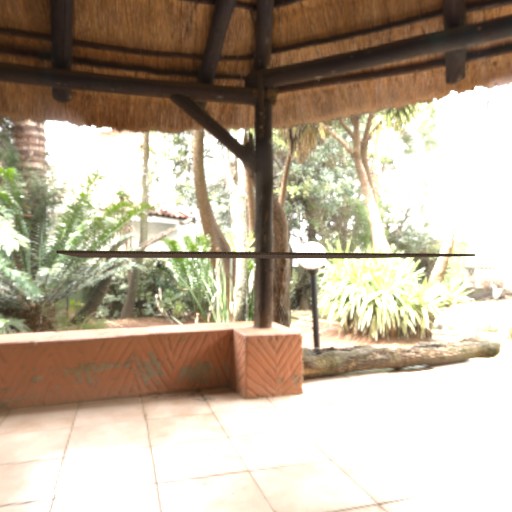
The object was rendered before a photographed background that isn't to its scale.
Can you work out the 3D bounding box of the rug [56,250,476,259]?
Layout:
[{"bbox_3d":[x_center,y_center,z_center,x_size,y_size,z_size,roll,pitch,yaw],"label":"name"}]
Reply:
[{"bbox_3d":[0.000,0.000,3.155,2.438,0.015,1.524,0,-1,-18],"label":"rug"}]
